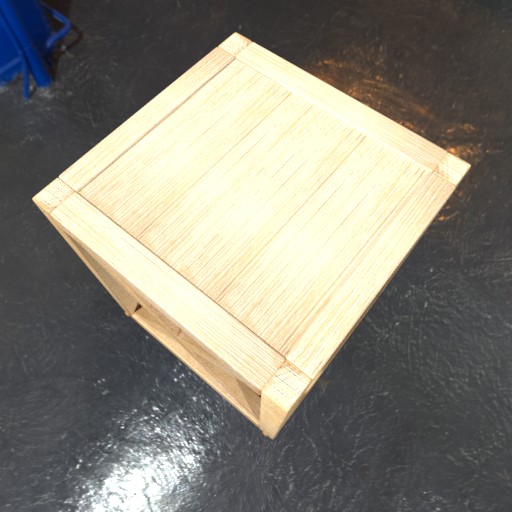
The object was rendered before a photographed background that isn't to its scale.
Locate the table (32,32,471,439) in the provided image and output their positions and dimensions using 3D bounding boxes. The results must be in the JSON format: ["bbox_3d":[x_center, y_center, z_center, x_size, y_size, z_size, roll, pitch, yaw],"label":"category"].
[{"bbox_3d":[0.000,0.000,1.055,0.559,0.610,0.558,36,70,16],"label":"table"}]
